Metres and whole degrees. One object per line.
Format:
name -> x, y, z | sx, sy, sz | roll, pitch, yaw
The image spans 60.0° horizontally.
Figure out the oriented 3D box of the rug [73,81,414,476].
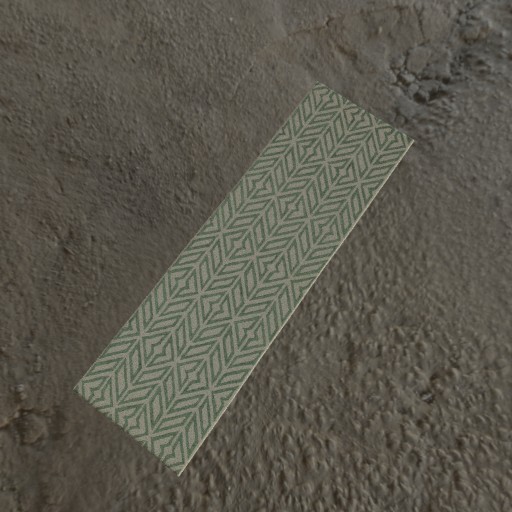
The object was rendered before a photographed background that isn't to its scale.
rug -> 0.000, 0.000, 2.649 | 0.750, 0.009, 2.435 | 35, 78, 9
